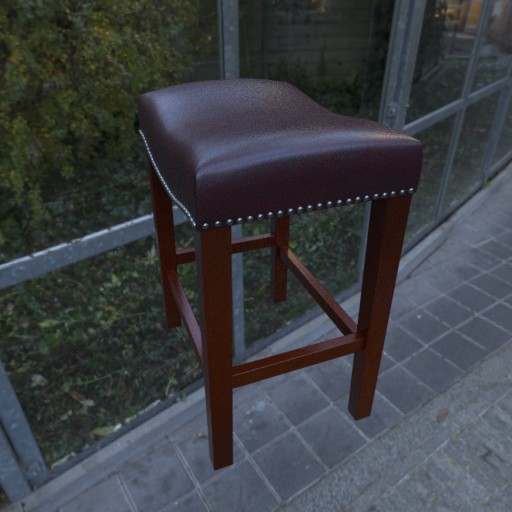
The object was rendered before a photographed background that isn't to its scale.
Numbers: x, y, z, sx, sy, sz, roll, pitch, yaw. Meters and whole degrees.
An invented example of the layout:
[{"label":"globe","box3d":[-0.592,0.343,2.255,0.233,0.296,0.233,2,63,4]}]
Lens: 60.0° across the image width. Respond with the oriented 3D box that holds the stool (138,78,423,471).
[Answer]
[{"label":"stool","box3d":[0.000,0.000,0.965,0.372,0.657,0.504,-11,33,-18]}]
